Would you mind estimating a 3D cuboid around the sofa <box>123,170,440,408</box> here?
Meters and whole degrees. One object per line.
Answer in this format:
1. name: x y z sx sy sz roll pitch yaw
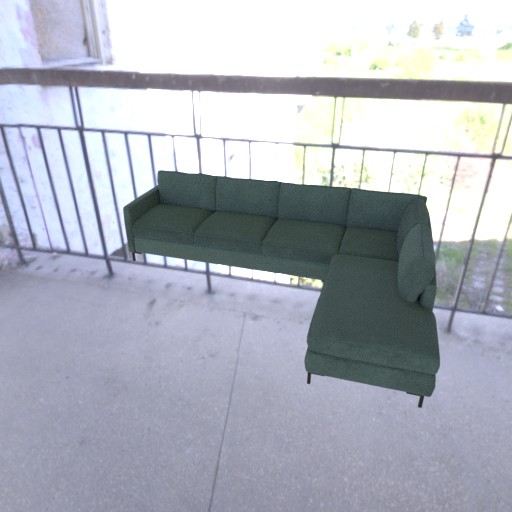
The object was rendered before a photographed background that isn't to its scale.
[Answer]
1. sofa: 0.000 0.000 3.276 2.486 0.687 1.707 8 29 15
